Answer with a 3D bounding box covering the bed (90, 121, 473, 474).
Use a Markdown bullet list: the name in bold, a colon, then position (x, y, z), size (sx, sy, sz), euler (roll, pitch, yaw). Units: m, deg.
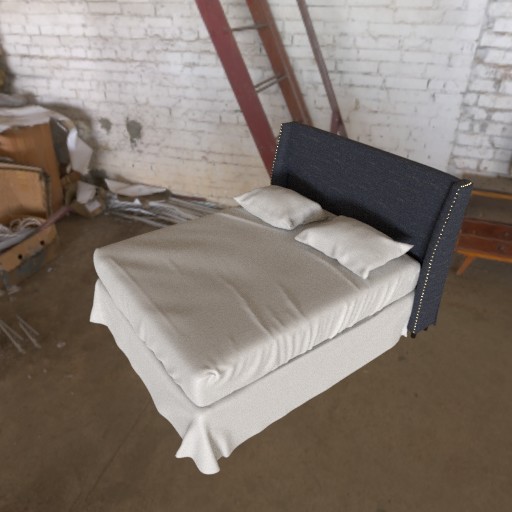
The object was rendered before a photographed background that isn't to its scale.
- **bed**: position (0.000, 0.000, 3.401), size (2.276, 1.332, 1.925), euler (-21, 38, -30)
